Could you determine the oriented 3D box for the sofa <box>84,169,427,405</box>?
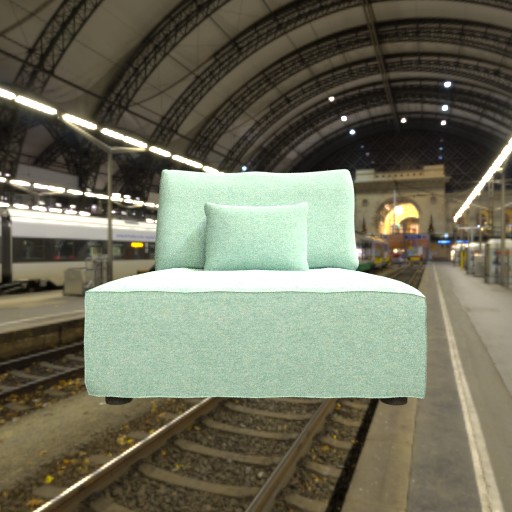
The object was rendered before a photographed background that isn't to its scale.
[{"bbox_3d":[0.000,0.000,1.694,0.930,0.820,1.000,0,0,0],"label":"sofa"}]
